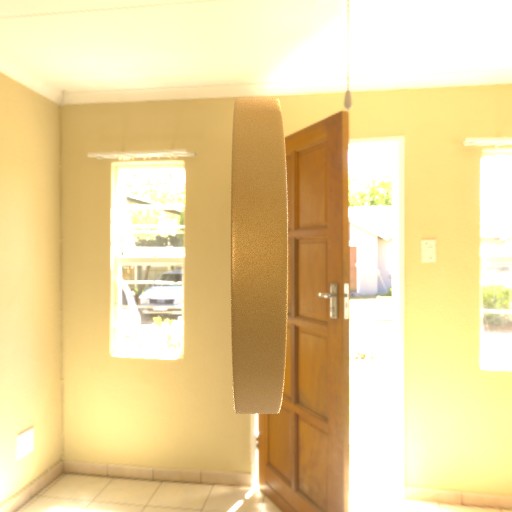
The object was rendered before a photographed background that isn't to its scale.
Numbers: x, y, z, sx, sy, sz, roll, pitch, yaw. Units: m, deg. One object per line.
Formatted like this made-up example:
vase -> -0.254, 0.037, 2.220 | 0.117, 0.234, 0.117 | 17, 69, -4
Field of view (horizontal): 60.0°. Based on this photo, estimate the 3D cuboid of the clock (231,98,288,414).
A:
clock -> 0.000, 0.000, 0.467 | 0.040, 0.314, 0.314 | 0, 0, -1
